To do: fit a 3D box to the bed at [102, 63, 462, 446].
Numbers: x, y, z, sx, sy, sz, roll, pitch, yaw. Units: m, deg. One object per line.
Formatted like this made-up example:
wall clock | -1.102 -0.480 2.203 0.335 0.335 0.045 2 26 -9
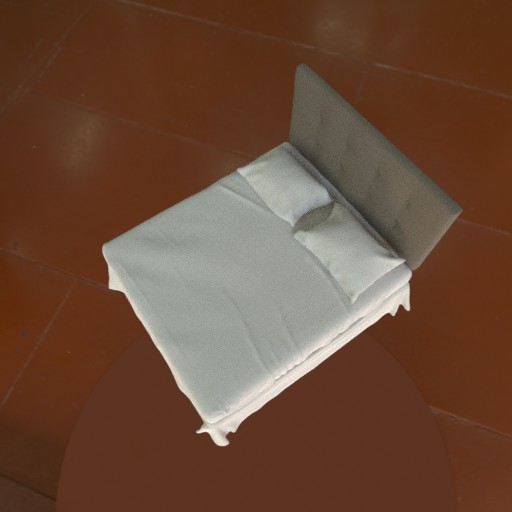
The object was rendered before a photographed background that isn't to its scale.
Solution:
bed | 0.000 0.000 3.496 2.222 1.577 1.936 -32 68 -15
